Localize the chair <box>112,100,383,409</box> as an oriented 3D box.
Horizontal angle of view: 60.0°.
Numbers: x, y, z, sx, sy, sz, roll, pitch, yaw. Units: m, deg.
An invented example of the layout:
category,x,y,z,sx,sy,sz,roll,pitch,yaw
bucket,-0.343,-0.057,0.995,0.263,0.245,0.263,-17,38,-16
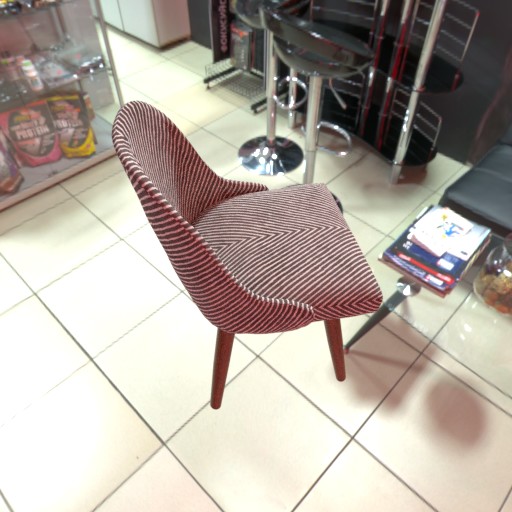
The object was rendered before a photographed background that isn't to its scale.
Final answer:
category,x,y,z,sx,sy,sz,roll,pitch,yaw
chair,0.000,0.000,1.256,0.591,0.883,0.504,-10,49,-9
